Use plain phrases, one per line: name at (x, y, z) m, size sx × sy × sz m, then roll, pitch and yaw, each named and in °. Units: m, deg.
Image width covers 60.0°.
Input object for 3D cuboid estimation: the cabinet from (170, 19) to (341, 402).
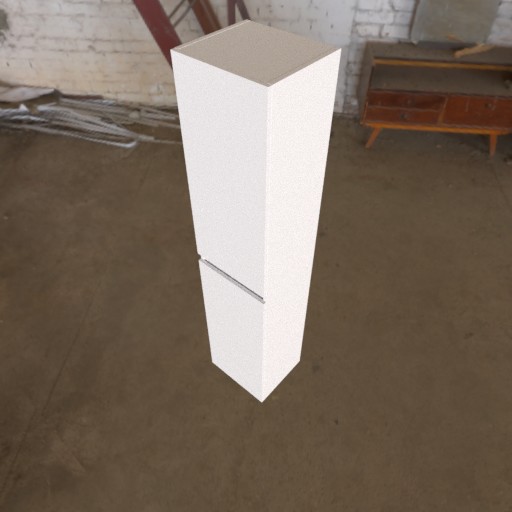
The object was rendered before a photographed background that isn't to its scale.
cabinet at (0.000, 0.000, 1.545) m, size 0.300 × 1.400 × 0.269 m, roll 32°, pitch 54°, yaw 27°
